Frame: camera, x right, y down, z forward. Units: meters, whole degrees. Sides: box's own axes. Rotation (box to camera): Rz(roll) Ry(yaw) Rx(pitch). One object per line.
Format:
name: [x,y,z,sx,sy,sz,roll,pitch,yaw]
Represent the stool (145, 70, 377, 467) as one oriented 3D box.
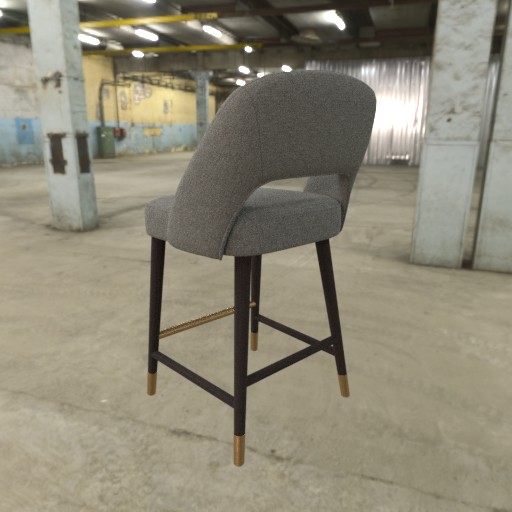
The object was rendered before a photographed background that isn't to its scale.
stool: [0.000,0.000,1.251,0.536,0.925,0.524,-14,20,-41]
